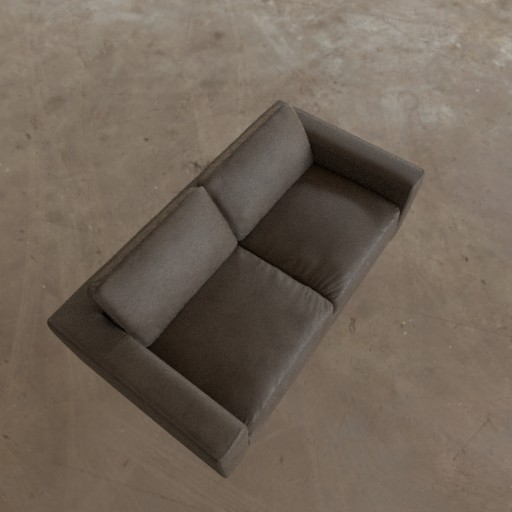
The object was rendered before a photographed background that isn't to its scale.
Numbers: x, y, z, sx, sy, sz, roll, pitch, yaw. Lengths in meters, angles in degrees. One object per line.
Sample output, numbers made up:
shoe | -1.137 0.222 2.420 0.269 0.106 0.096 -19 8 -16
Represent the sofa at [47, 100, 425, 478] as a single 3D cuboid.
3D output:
sofa | 0.000 0.000 2.434 1.070 0.800 1.920 32 64 18
